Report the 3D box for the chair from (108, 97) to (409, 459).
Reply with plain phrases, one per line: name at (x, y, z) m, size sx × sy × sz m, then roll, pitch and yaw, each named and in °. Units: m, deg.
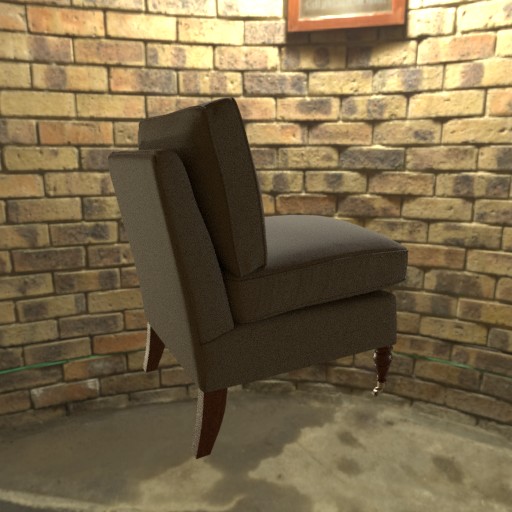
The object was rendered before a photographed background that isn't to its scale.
chair at (0.000, 0.000, 1.675) m, size 0.924 × 1.045 × 0.724 m, roll -7°, pitch 14°, yaw -27°
